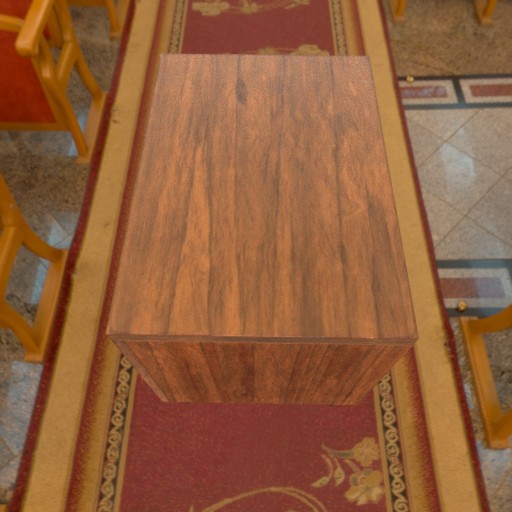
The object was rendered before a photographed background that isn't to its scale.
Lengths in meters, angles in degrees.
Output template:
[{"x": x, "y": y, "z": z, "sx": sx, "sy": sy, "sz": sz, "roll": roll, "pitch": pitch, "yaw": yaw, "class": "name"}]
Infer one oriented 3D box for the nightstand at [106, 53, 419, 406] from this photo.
[{"x": 0.000, "y": 0.000, "z": 1.027, "sx": 0.458, "sy": 0.610, "sz": 0.610, "roll": 1, "pitch": 60, "yaw": 0, "class": "nightstand"}]
